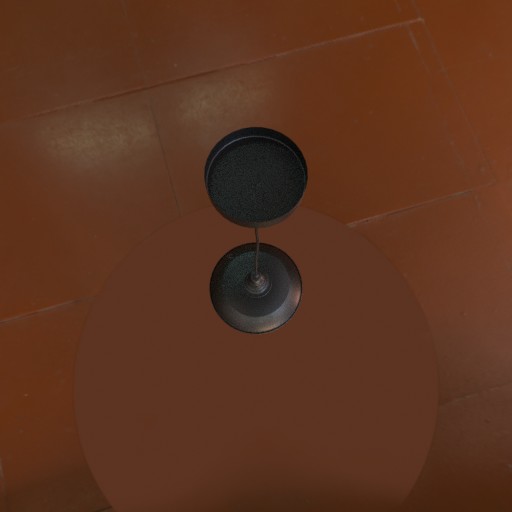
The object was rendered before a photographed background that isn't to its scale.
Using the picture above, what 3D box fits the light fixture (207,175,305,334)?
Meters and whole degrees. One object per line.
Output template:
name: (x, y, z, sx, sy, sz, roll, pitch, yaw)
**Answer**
light fixture: (0.000, 0.000, 1.147, 0.331, 0.993, 0.331, 17, 76, 4)
